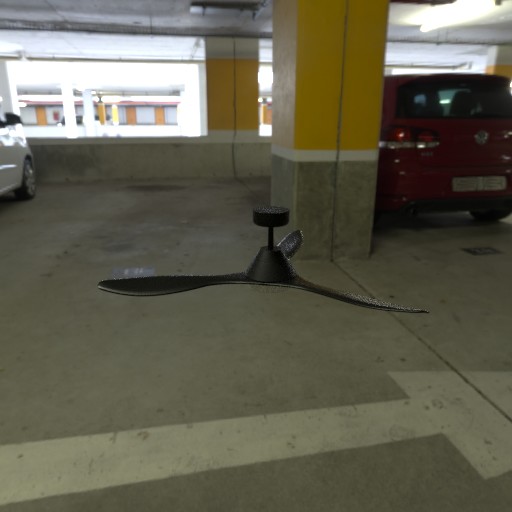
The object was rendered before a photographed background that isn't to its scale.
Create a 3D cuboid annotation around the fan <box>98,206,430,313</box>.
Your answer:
[{"bbox_3d":[0.000,0.000,1.620,1.067,0.305,1.067,-9,19,-27],"label":"fan"}]
